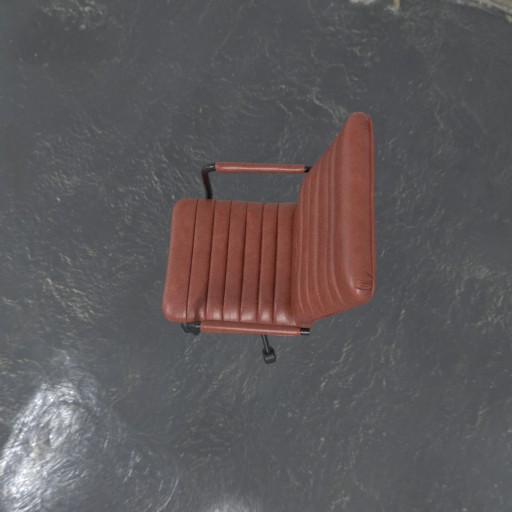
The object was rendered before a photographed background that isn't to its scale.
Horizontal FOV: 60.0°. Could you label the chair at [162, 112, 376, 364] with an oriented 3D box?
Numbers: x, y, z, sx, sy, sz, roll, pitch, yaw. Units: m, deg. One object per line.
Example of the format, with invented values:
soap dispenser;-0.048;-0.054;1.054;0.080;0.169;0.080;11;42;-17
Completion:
chair;0.000;0.000;1.344;0.580;0.979;0.608;3;75;1
